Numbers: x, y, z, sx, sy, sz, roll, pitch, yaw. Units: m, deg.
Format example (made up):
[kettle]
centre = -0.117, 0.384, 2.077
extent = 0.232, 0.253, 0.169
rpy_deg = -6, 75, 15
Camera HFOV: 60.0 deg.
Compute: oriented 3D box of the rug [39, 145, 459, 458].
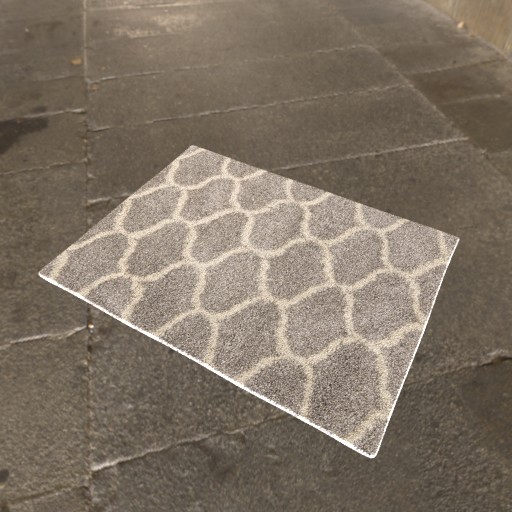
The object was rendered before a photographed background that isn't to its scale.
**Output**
[rug]
centre = 0.000, 0.000, 2.086
extent = 1.600, 0.025, 1.200
rpy_deg = 23, 51, 20
